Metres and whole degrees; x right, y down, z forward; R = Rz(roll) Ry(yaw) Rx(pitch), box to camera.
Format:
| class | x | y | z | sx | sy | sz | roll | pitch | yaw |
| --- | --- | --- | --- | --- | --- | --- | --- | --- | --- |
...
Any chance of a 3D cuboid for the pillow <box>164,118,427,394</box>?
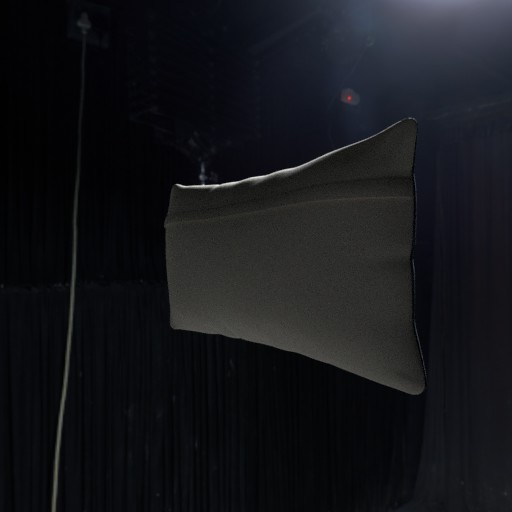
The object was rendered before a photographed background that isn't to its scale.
| class | x | y | z | sx | sy | sz | roll | pitch | yaw |
| --- | --- | --- | --- | --- | --- | --- | --- | --- | --- |
| pillow | 0.000 | 0.000 | 0.715 | 0.148 | 0.307 | 0.604 | 0 | -1 | -37 |
